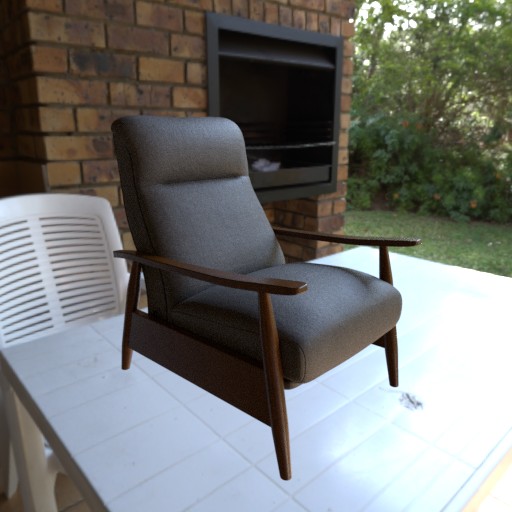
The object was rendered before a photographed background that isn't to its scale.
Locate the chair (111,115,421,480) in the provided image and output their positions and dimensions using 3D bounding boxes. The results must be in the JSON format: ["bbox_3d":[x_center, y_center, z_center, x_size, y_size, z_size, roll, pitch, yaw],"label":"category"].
[{"bbox_3d":[0.000,0.000,1.765,1.014,1.081,0.762,15,21,42],"label":"chair"}]
